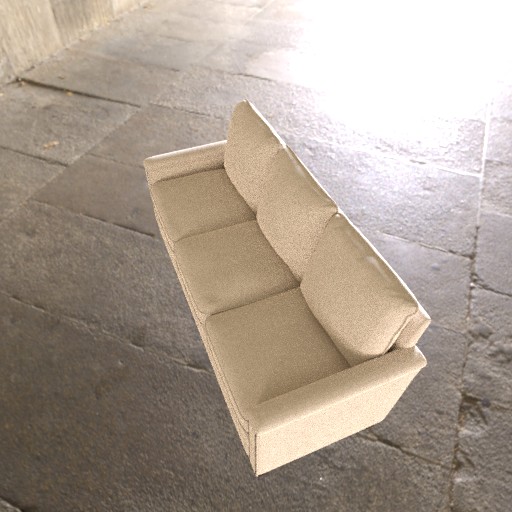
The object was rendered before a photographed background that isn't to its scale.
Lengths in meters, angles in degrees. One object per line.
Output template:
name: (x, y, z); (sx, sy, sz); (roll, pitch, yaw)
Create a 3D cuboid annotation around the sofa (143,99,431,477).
sofa: (0.000, 0.000, 2.448); (0.828, 0.961, 1.925); (-17, 49, -15)
